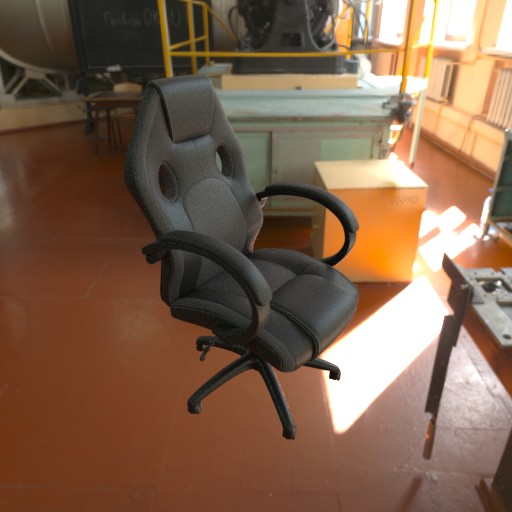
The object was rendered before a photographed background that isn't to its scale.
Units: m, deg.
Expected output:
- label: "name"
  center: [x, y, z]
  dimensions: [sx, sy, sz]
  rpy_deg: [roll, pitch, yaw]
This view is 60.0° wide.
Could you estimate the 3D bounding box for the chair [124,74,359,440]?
- label: "chair"
  center: [0.000, 0.000, 1.618]
  dimensions: [0.724, 1.187, 0.673]
  rpy_deg: [18, 33, 31]
